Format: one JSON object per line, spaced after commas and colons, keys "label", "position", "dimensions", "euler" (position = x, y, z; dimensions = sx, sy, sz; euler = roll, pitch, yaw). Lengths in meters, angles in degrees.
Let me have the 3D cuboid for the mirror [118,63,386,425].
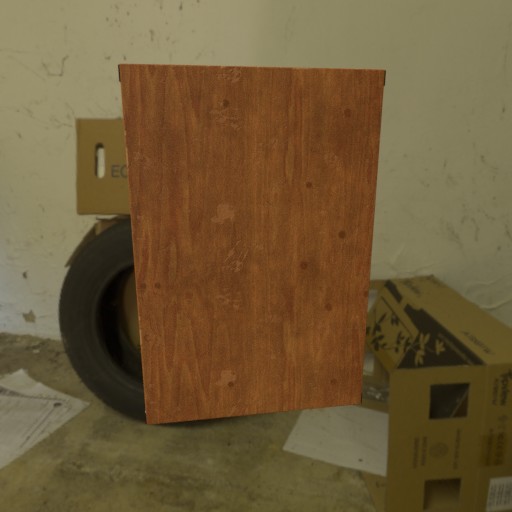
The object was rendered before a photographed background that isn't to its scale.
{"label": "mirror", "position": [0.000, 0.000, 0.968], "dimensions": [0.517, 0.761, 0.053], "euler": [-2, 16, -9]}
